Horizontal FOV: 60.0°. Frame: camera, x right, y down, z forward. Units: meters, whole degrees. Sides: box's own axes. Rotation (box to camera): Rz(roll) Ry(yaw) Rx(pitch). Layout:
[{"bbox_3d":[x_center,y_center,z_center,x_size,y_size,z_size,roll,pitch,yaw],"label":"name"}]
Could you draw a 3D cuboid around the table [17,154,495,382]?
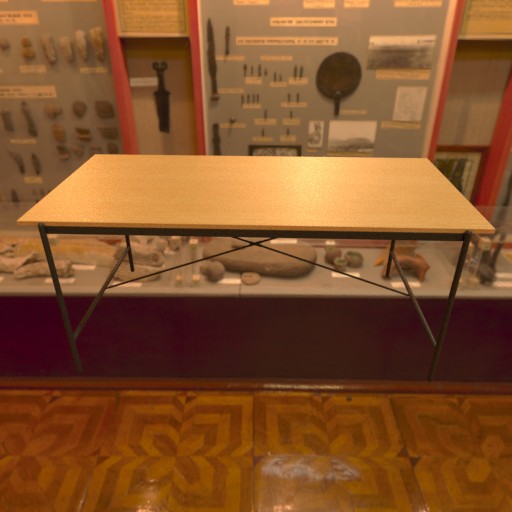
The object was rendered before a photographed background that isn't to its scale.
[{"bbox_3d":[0.000,0.000,2.221,1.800,0.758,0.900,1,30,2],"label":"table"}]
